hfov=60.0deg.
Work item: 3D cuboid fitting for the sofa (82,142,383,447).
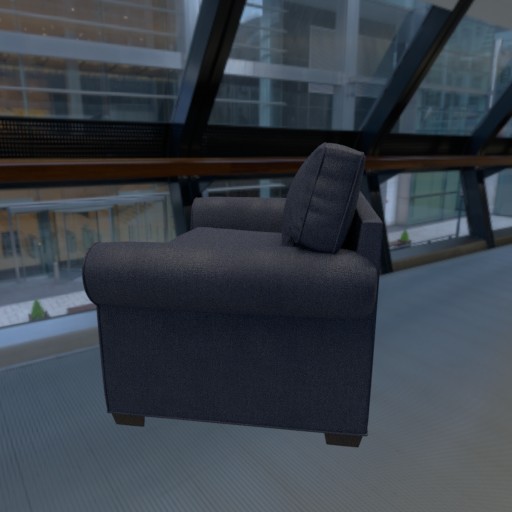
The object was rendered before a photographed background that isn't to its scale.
[{"bbox_3d":[0.000,0.000,2.014,0.938,1.004,1.405,2,15,8],"label":"sofa"}]
